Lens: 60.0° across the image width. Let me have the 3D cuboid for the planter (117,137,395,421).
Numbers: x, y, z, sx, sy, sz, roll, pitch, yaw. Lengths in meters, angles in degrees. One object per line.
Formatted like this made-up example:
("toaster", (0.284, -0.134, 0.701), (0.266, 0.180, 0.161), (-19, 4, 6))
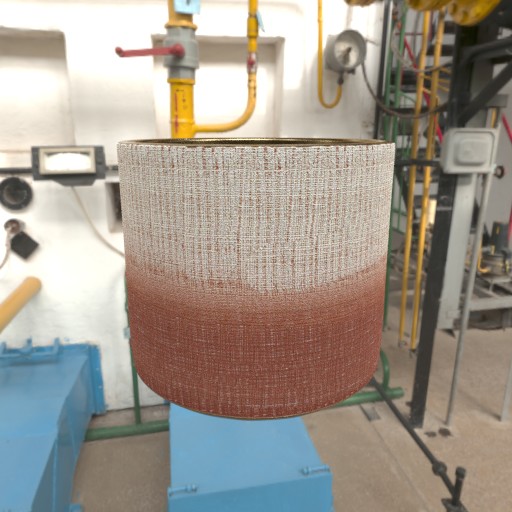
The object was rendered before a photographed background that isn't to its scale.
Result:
("planter", (0.000, 0.000, 0.311), (0.178, 0.157, 0.178), (0, 16, 0))
